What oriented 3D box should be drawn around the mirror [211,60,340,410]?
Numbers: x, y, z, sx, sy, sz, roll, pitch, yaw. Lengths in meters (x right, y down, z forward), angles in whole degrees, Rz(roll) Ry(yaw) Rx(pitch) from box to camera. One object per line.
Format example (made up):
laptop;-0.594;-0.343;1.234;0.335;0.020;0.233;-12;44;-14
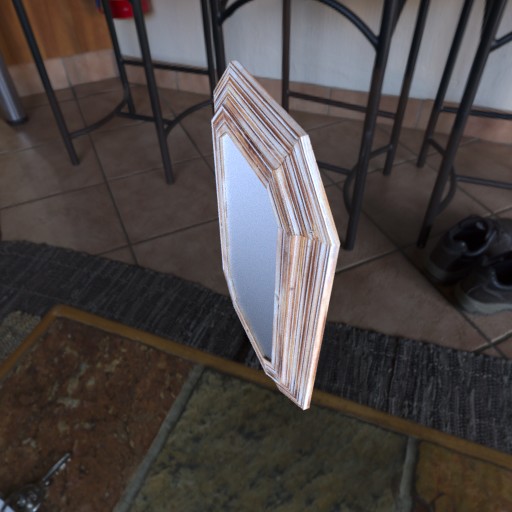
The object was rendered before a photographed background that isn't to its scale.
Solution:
mirror;0.000;0.000;1.340;0.061;1.015;0.709;-17;48;-16
